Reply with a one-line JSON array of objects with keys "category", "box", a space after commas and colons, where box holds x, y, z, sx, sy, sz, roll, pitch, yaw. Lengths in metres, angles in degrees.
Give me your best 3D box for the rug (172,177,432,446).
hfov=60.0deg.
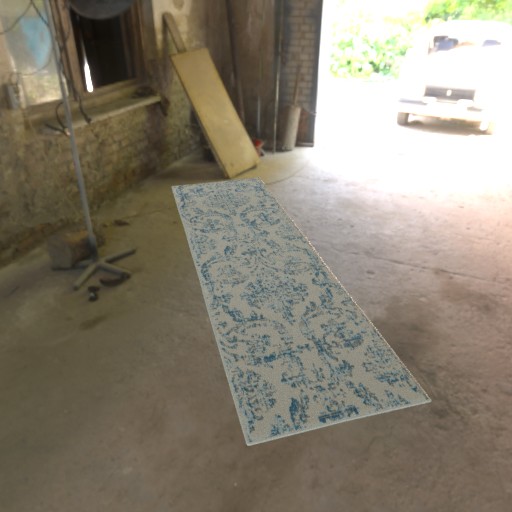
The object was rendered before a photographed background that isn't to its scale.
[{"category": "rug", "box": [0.000, 0.000, 2.365, 0.662, 0.011, 2.196, -8, 32, -13]}]
